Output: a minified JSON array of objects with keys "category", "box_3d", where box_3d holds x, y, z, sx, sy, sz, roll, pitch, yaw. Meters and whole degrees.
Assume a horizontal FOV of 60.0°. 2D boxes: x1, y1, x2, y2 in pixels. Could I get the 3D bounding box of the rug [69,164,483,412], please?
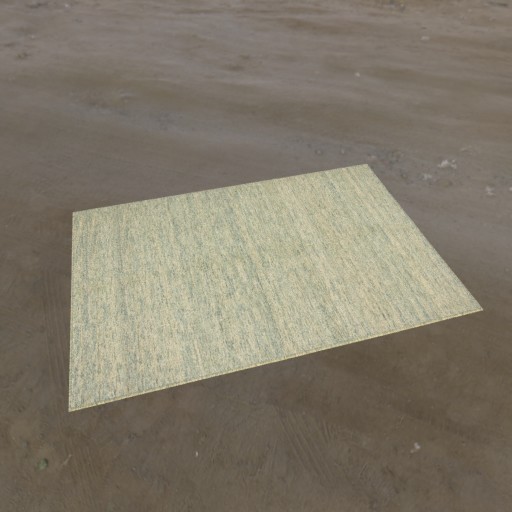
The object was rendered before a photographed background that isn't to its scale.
[{"category":"rug","box_3d":[0.000,0.000,2.313,1.850,0.015,1.250,-11,46,-11]}]
